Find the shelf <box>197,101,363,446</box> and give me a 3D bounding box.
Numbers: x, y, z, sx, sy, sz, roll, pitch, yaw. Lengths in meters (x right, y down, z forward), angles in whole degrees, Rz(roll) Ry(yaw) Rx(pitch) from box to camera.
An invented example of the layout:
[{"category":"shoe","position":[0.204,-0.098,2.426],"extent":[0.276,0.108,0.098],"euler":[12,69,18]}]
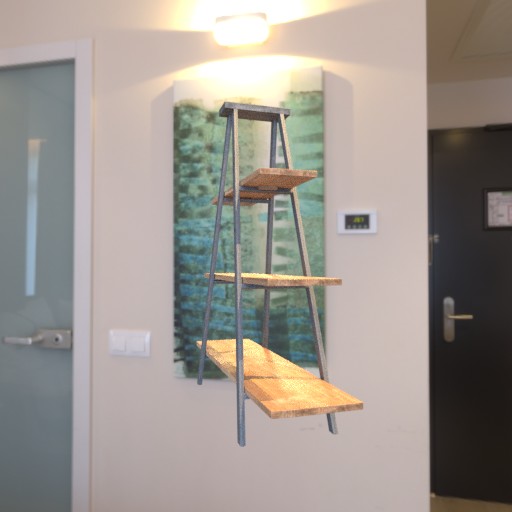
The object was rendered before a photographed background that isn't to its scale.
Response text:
[{"category":"shelf","position":[0.000,0.000,2.697],"extent":[0.508,1.808,1.746],"euler":[0,-1,-17]}]
